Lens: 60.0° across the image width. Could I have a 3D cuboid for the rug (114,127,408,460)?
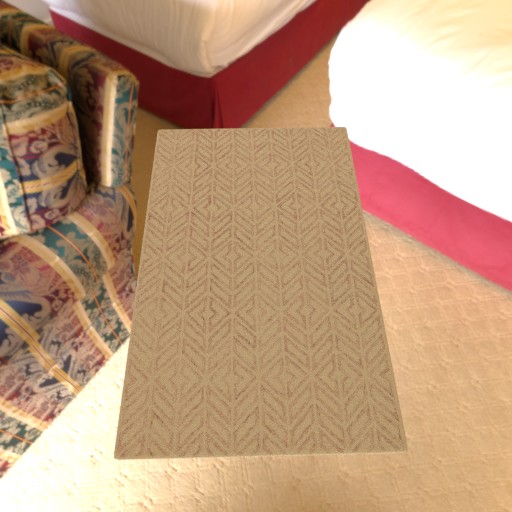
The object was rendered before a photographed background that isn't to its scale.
[{"bbox_3d":[0.000,0.000,2.931,1.523,0.008,2.438,-1,58,-1],"label":"rug"}]
